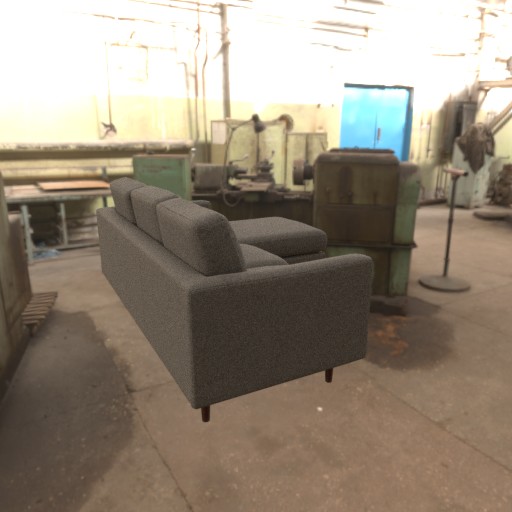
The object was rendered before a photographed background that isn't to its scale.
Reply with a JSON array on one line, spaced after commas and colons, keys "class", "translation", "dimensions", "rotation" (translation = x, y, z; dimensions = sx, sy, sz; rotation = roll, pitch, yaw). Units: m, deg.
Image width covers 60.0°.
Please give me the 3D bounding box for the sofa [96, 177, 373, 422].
[{"class": "sofa", "translation": [0.000, 0.000, 2.933], "dimensions": [1.667, 0.957, 2.055], "rotation": [-8, 18, -27]}]
